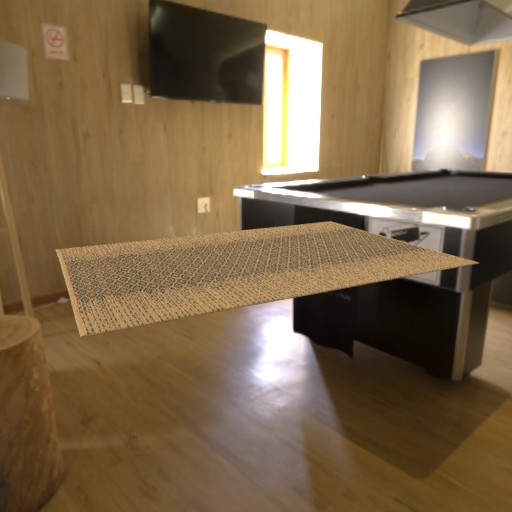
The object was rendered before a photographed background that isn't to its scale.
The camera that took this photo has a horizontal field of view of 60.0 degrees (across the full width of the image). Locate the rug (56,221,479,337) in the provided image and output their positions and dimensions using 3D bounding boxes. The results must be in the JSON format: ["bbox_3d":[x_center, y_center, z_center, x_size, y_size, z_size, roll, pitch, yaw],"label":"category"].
[{"bbox_3d":[0.000,0.000,2.289,1.828,0.005,1.219,-8,17,-26],"label":"rug"}]
